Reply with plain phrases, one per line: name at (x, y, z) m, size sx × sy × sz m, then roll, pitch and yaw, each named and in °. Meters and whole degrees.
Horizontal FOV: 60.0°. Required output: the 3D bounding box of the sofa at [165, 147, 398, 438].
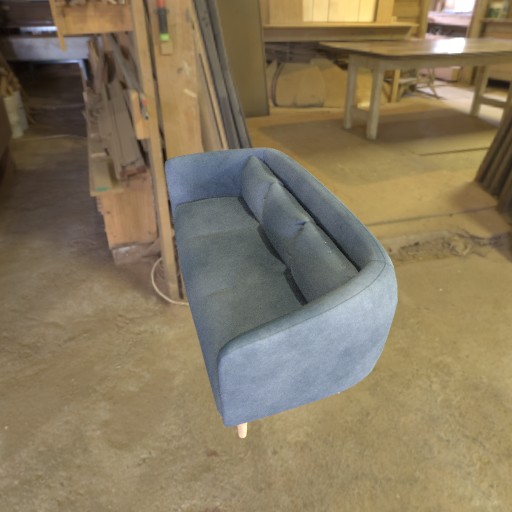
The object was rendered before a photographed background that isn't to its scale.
sofa at (0.000, 0.000, 2.561) m, size 0.849 × 0.795 × 2.095 m, roll -8°, pitch 31°, yaw -13°
